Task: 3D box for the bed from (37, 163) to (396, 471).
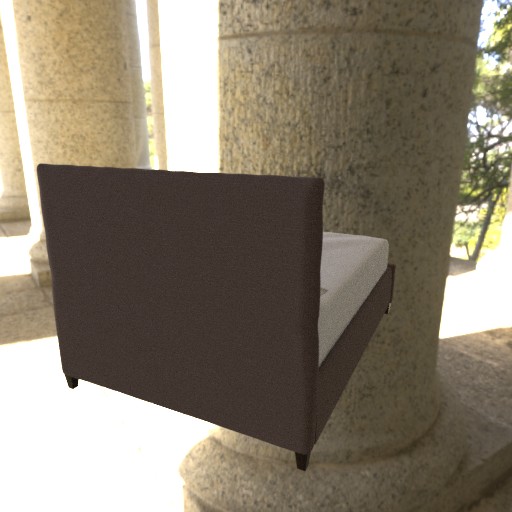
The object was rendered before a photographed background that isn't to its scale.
[{"bbox_3d":[0.000,0.000,3.260,1.696,1.426,2.233,8,18,25],"label":"bed"}]
